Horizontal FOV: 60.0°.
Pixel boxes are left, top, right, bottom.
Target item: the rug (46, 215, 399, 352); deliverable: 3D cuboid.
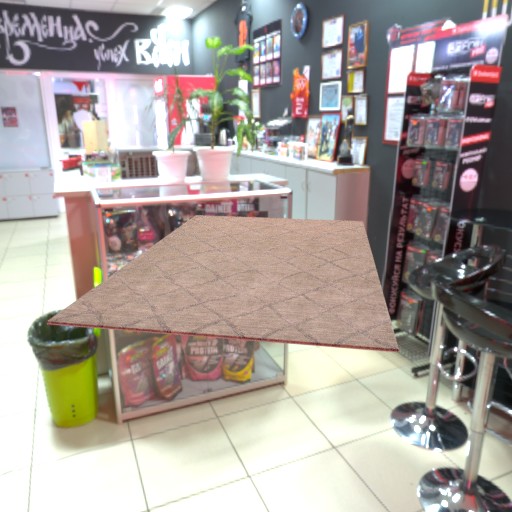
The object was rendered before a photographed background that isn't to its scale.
[{"bbox_3d":[0.000,0.000,2.934,1.521,0.015,2.280,3,18,9],"label":"rug"}]
